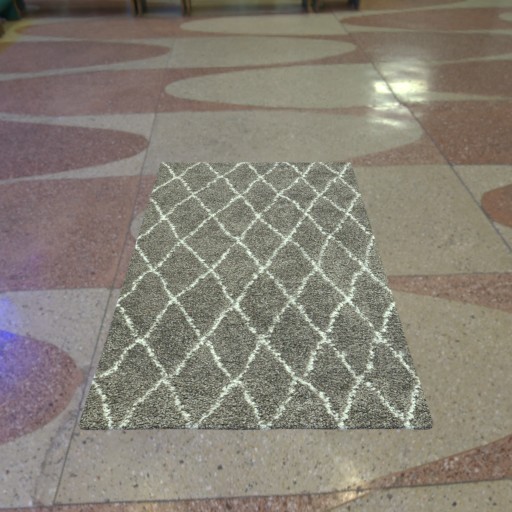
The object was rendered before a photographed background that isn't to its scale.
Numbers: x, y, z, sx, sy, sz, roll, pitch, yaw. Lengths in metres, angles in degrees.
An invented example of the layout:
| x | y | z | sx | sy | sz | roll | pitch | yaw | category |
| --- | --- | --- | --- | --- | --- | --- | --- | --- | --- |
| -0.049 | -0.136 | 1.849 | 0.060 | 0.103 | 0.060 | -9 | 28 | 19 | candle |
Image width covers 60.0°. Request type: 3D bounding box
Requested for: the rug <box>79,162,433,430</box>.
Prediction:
| x | y | z | sx | sy | sz | roll | pitch | yaw | category |
| --- | --- | --- | --- | --- | --- | --- | --- | --- | --- |
| 0.000 | 0.000 | 2.178 | 1.219 | 0.030 | 1.778 | 0 | 42 | 0 | rug |
